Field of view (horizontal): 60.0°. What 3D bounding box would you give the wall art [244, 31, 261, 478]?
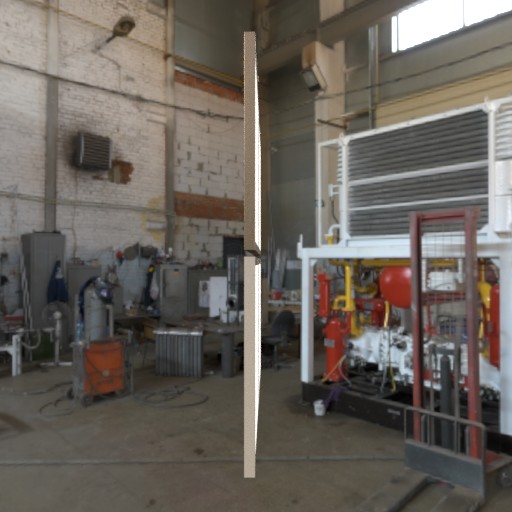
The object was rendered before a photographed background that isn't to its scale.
[{"bbox_3d":[0.000,0.000,1.540,0.030,1.032,1.032,0,-1,1],"label":"wall art"}]
